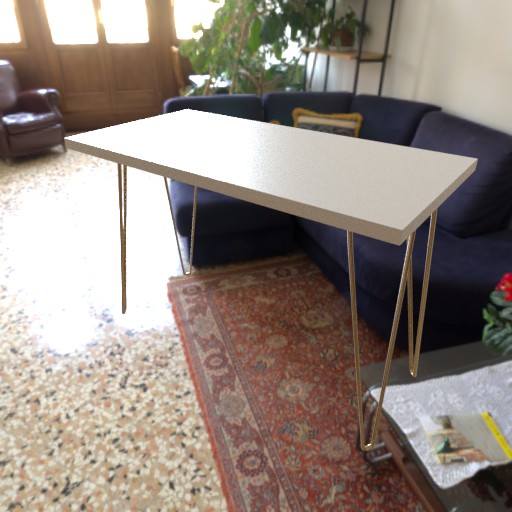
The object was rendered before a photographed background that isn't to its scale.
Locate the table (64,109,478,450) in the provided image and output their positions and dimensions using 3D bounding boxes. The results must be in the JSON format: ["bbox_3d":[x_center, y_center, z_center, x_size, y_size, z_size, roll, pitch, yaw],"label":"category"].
[{"bbox_3d":[0.000,0.000,1.337,0.991,0.660,0.498,20,35,31],"label":"table"}]
